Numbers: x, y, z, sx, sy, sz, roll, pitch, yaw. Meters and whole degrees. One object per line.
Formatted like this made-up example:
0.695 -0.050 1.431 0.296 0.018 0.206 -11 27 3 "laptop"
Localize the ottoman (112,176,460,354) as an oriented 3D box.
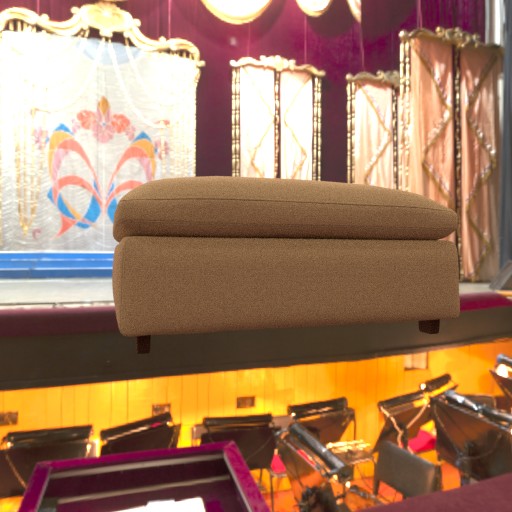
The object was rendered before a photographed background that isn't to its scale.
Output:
0.000 0.000 1.586 0.977 0.467 0.996 0 0 -19 "ottoman"
